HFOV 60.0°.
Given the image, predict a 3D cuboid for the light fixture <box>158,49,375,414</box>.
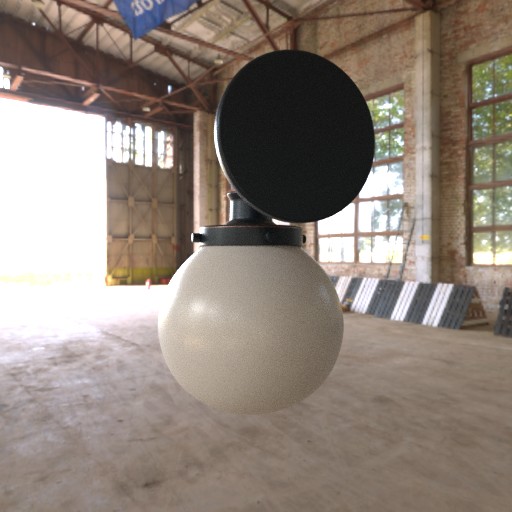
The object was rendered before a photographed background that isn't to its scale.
[{"bbox_3d":[0.000,0.000,0.464,0.197,0.332,0.230,0,0,-19],"label":"light fixture"}]
